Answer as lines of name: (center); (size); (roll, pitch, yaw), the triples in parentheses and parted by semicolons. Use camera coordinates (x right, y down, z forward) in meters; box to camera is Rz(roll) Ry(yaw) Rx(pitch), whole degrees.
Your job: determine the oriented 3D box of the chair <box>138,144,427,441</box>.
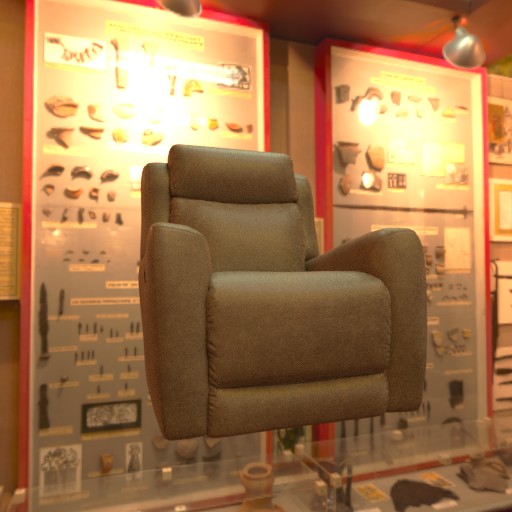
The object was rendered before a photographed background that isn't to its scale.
chair: (0.000, 0.000, 1.884); (0.965, 1.116, 1.068); (1, -2, -18)
